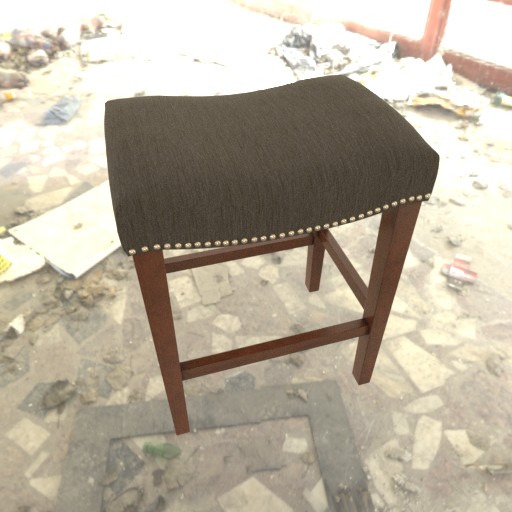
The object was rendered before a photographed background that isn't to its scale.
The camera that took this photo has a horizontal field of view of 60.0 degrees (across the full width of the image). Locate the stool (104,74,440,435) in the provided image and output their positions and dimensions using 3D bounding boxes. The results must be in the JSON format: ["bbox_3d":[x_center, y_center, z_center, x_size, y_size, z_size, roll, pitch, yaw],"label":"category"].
[{"bbox_3d":[0.000,0.000,0.957,0.504,0.654,0.372,-11,43,-12],"label":"stool"}]
